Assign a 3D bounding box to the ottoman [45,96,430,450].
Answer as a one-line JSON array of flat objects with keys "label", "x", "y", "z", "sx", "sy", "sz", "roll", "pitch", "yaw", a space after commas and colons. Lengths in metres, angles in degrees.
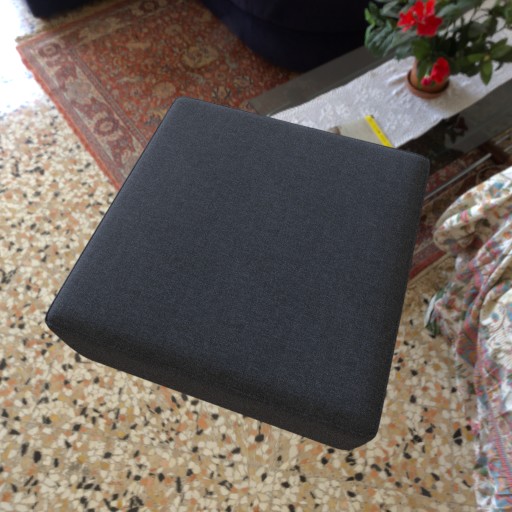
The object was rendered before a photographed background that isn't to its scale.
[{"label": "ottoman", "x": 0.000, "y": 0.000, "z": 1.557, "sx": 1.000, "sy": 0.439, "sz": 1.000, "roll": 17, "pitch": 63, "yaw": 9}]
